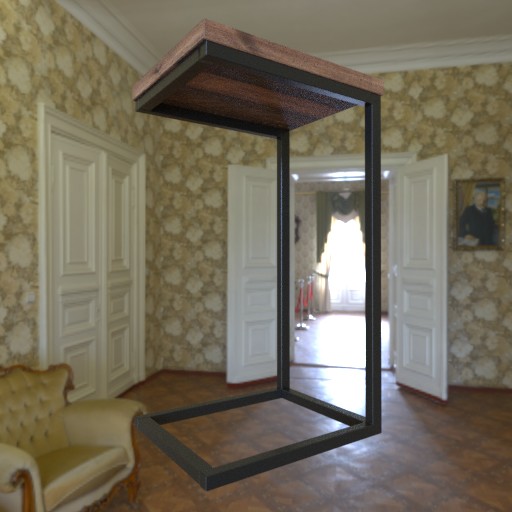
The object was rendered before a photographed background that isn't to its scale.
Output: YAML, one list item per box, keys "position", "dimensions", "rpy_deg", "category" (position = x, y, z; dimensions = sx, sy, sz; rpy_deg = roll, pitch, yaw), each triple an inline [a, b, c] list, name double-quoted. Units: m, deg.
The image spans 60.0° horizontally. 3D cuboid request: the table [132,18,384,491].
- position: [0.000, 0.000, 0.917]
  dimensions: [0.414, 0.718, 0.323]
  rpy_deg: [0, -1, -34]
  category: "table"
